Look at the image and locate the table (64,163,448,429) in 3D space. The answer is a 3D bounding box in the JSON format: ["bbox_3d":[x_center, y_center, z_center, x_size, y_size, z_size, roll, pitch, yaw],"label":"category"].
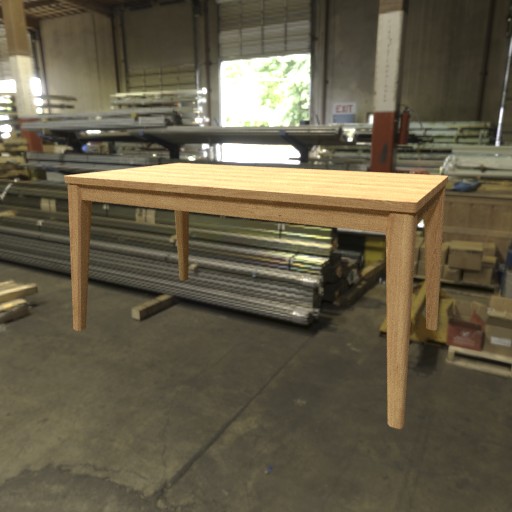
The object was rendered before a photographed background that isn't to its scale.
[{"bbox_3d":[0.000,0.000,2.123,1.600,0.760,0.900,9,18,27],"label":"table"}]
